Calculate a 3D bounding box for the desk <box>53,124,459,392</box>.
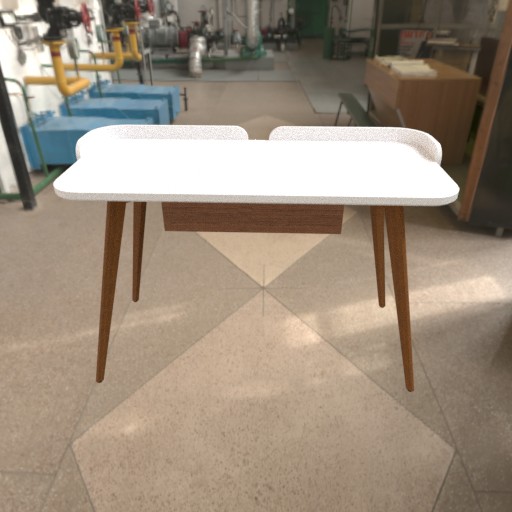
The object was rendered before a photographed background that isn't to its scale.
[{"bbox_3d":[0.000,0.000,1.626,1.206,0.807,0.534,1,31,2],"label":"desk"}]
